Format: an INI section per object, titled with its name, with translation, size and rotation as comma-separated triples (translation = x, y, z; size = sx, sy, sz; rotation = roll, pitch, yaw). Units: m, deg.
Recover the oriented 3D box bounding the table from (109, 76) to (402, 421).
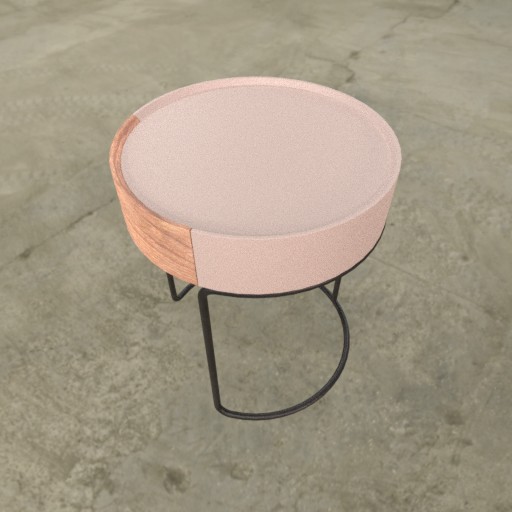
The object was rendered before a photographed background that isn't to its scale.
[table]
translation = 0.000, 0.000, 0.887
size = 0.450, 0.530, 0.450
rotation = 0, 46, 0
